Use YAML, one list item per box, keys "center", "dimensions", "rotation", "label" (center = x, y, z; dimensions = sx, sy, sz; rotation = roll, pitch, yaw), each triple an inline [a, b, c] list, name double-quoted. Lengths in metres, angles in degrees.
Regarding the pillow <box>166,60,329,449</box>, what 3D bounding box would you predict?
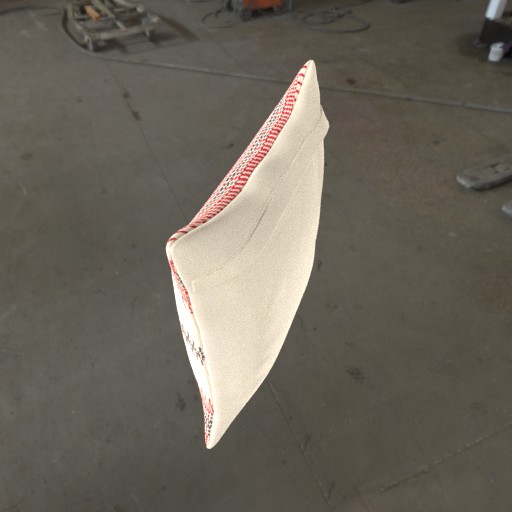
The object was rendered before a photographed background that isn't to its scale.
- center: [0.000, 0.000, 0.707]
  dimensions: [0.160, 0.454, 0.463]
  rotation: [15, 47, 15]
  label: "pillow"
